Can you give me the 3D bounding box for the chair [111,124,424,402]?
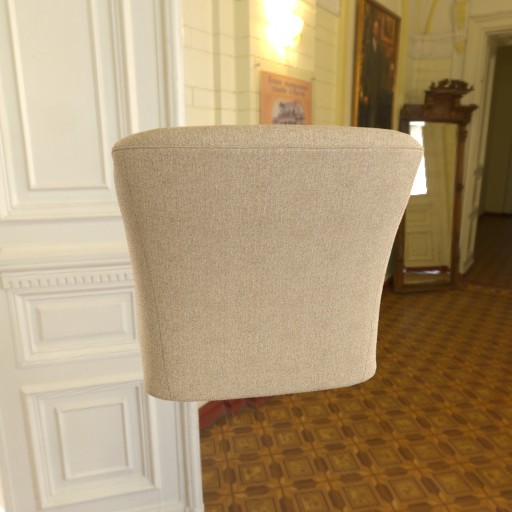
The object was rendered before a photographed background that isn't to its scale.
[{"bbox_3d":[0.000,0.000,1.577,0.864,0.856,0.923,-2,14,-10],"label":"chair"}]
